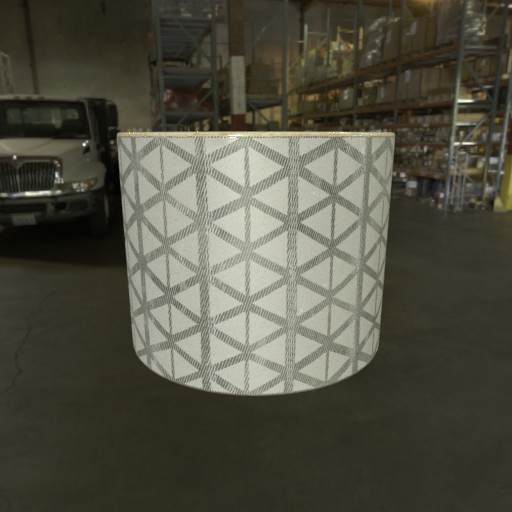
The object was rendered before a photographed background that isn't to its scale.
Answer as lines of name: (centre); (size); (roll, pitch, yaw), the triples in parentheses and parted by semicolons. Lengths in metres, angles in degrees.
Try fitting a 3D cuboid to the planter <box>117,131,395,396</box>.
planter: (0.000, 0.000, 0.339); (0.190, 0.181, 0.190); (0, 15, 0)
